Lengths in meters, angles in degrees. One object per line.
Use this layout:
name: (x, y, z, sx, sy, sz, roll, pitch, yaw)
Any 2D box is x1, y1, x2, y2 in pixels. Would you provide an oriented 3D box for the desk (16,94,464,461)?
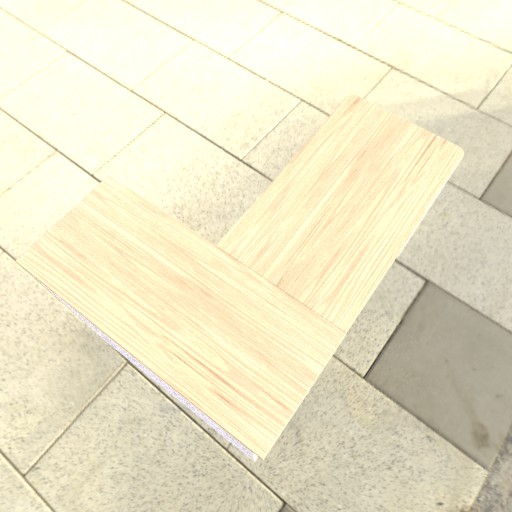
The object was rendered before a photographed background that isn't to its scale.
desk: (0.000, 0.000, 1.736, 0.900, 0.760, 1.170, 33, 68, 15)
